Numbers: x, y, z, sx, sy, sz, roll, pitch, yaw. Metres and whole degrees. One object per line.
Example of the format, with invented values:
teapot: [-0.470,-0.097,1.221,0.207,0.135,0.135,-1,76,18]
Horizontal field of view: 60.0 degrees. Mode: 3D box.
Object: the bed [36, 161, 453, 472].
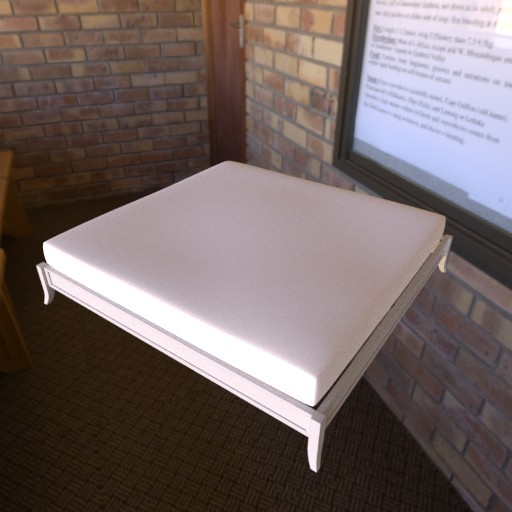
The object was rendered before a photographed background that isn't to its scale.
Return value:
bed: [0.000,0.000,3.054,2.108,0.510,2.007,21,37,30]
